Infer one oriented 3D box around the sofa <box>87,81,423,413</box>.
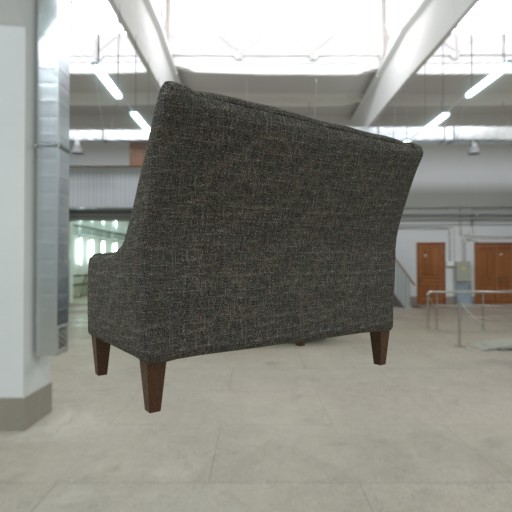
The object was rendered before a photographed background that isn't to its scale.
[{"bbox_3d":[0.000,0.000,1.953,1.242,1.021,0.870,0,-1,-35],"label":"sofa"}]
